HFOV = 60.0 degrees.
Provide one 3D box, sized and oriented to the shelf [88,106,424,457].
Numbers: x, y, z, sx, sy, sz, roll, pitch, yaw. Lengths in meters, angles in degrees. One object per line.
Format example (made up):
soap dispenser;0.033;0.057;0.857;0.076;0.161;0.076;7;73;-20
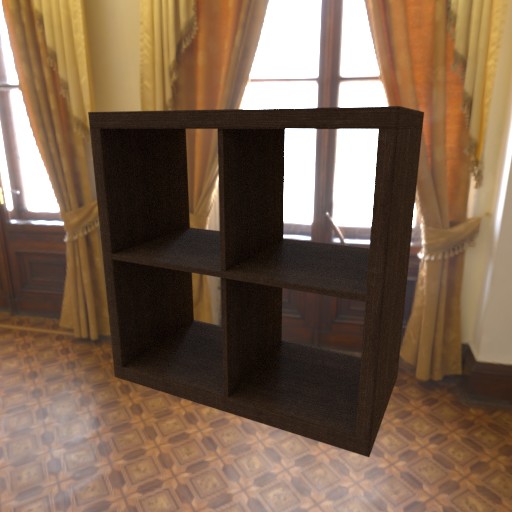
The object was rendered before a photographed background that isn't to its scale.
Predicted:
shelf;0.000;0.000;1.272;0.790;0.786;0.390;8;18;25
